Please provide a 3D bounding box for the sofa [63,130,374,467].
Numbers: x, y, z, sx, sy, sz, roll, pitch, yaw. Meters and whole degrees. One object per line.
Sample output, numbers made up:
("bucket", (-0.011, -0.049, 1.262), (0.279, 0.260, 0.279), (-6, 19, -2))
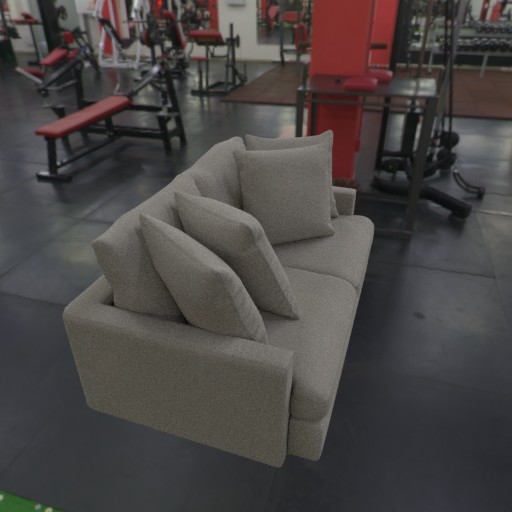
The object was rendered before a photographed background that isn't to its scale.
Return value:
("sofa", (0.000, 0.000, 2.597), (1.228, 1.080, 1.869), (10, 33, 16))
